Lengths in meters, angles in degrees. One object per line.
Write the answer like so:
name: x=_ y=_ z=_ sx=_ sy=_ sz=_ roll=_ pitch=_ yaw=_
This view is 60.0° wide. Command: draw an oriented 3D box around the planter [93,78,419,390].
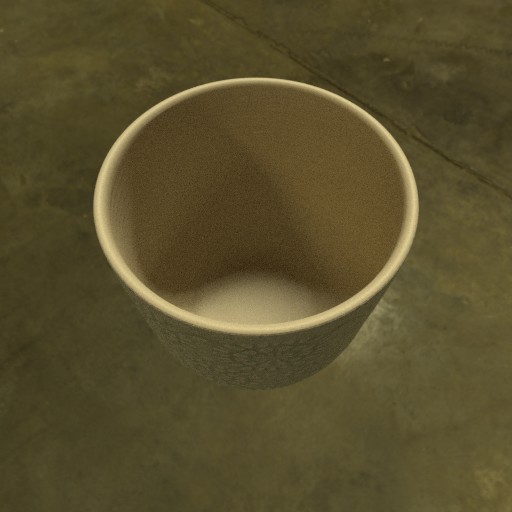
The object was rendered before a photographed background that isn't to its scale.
planter: x=0.000 y=0.000 z=0.299 sx=0.169 sy=0.153 sz=0.169 roll=0 pitch=60 yaw=0
